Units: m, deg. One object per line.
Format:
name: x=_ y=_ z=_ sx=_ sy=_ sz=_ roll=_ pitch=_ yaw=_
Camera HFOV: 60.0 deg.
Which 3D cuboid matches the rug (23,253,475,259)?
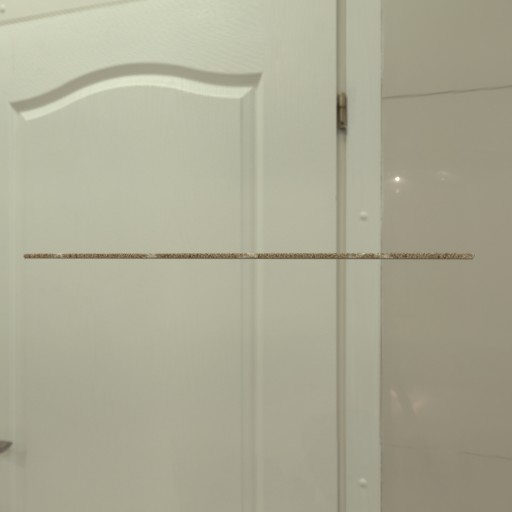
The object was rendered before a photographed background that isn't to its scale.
rug: x=0.000 y=0.000 z=3.011 sx=2.438 sy=0.030 sz=1.524 roll=0 pitch=0 yaw=16
